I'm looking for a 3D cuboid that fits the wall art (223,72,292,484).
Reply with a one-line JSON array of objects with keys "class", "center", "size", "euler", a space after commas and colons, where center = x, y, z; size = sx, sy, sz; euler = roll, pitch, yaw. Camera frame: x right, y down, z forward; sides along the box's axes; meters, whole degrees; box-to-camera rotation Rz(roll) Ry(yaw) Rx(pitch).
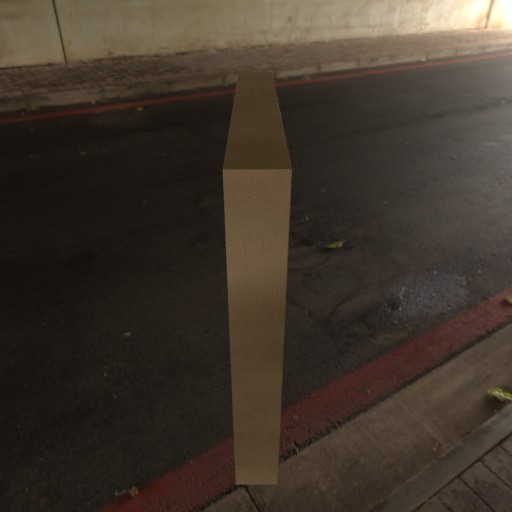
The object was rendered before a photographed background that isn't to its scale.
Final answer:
[{"class": "wall art", "center": [0.000, 0.000, 0.455], "size": [0.038, 0.303, 0.305], "euler": [0, 32, 0]}]
